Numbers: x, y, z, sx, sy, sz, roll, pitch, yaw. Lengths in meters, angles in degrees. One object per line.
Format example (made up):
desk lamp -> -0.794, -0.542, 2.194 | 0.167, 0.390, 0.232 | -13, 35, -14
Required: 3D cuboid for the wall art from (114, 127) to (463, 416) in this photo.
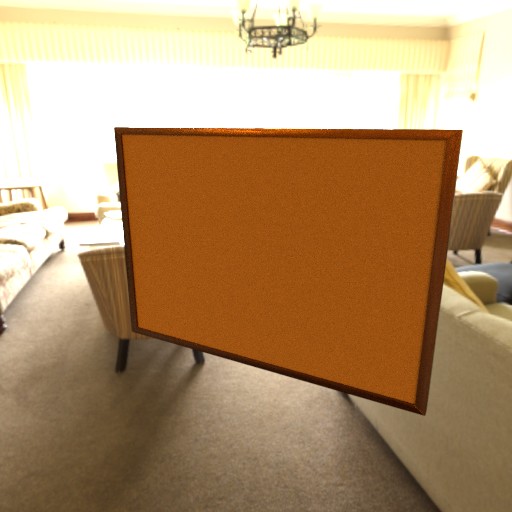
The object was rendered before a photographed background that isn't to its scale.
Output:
wall art -> 0.000, 0.000, 0.548 | 0.431, 0.304, 0.012 | 9, 19, 27
